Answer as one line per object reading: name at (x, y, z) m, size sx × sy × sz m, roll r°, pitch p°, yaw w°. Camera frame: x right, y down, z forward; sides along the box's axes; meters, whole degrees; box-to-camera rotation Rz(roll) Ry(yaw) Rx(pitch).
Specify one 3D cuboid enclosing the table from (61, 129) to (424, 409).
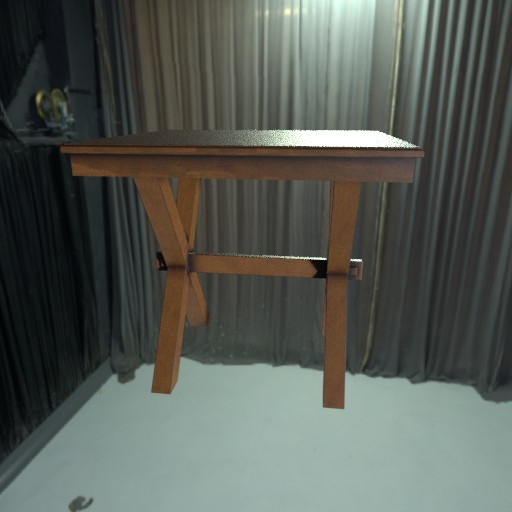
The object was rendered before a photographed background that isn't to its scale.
table at (0.000, 0.000, 1.073) m, size 0.602 × 0.562 × 0.560 m, roll 2°, pitch 19°, yaw 7°
